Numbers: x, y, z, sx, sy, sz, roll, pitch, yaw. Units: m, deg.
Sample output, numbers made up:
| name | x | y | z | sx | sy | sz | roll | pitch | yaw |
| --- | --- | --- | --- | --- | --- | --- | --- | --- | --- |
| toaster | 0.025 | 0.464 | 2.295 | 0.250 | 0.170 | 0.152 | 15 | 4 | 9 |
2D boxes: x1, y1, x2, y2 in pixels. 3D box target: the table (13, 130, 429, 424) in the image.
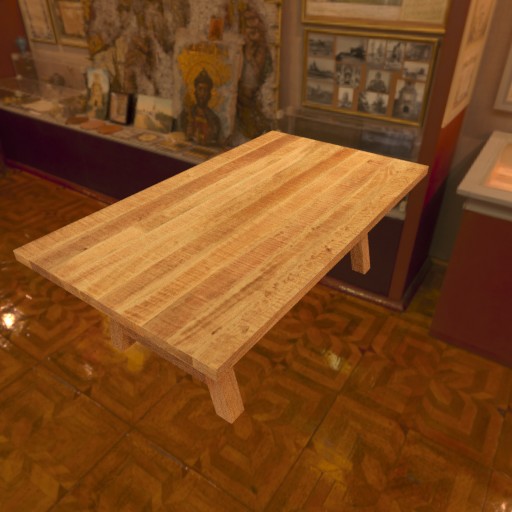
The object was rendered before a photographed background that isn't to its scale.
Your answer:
| name | x | y | z | sx | sy | sz | roll | pitch | yaw |
| --- | --- | --- | --- | --- | --- | --- | --- | --- | --- |
| table | 0.000 | 0.000 | 1.652 | 0.760 | 0.455 | 1.320 | 22 | 40 | 29 |
